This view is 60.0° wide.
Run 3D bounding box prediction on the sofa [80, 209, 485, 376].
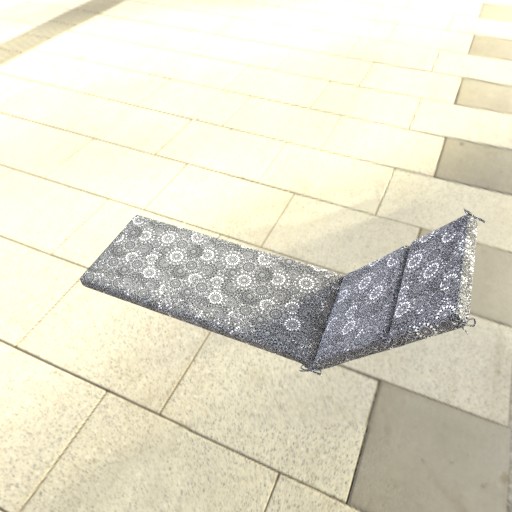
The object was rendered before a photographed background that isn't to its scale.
[{"bbox_3d":[0.000,0.000,1.925,1.663,0.622,0.582,17,49,15],"label":"sofa"}]
